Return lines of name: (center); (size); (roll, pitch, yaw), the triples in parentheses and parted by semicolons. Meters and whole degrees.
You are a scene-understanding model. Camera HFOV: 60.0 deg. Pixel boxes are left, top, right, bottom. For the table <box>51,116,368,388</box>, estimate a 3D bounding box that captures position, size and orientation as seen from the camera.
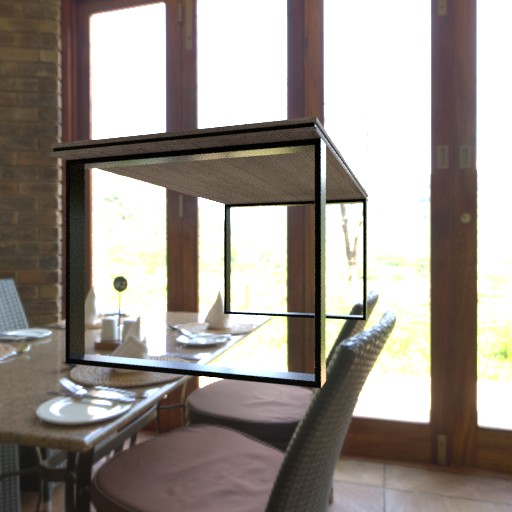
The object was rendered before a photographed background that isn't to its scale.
table: (0.000, 0.000, 2.058); (0.881, 0.736, 1.579); (0, 0, 19)
